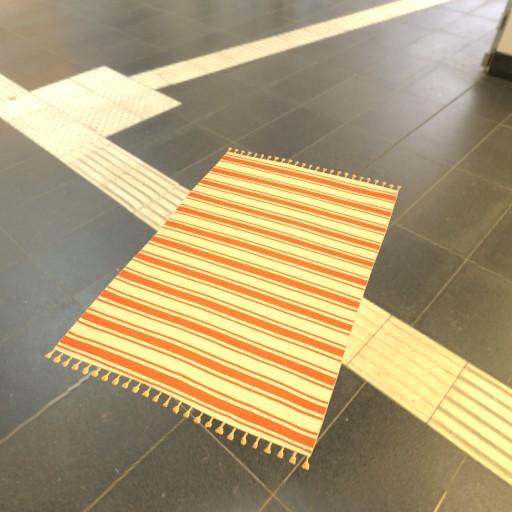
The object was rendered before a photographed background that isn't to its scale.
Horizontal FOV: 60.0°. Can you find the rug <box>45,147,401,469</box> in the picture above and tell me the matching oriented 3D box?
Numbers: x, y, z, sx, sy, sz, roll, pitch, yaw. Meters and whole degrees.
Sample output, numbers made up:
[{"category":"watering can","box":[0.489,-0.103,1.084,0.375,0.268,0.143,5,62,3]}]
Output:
[{"category":"rug","box":[0.000,0.000,3.060,1.556,0.022,2.433,17,47,16]}]
